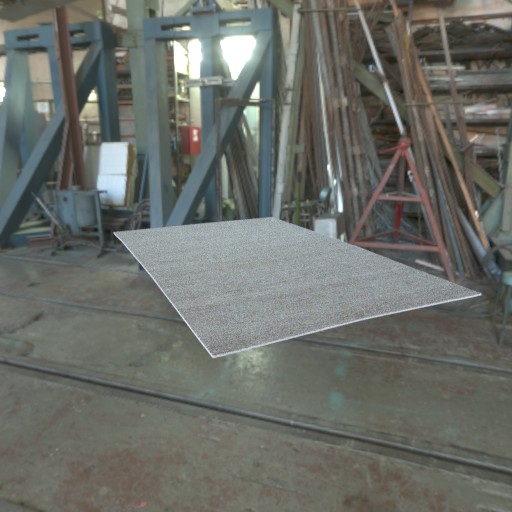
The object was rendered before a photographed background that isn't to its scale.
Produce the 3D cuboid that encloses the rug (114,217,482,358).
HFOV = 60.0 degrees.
[{"bbox_3d":[0.000,0.000,2.300,1.154,0.021,1.792,-8,18,-25],"label":"rug"}]
